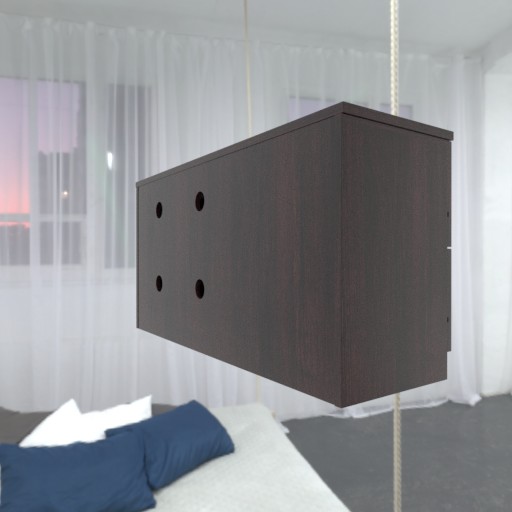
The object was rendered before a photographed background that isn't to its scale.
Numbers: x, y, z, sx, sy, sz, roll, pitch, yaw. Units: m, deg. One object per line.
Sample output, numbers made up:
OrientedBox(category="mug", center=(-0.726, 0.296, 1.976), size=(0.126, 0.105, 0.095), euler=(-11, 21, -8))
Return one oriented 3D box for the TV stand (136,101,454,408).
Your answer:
OrientedBox(category="TV stand", center=(0.000, 0.000, 1.480), size=(0.404, 0.614, 1.192), euler=(0, 0, -35))
